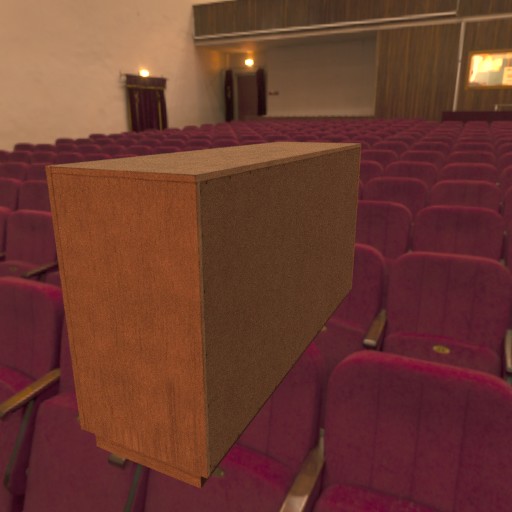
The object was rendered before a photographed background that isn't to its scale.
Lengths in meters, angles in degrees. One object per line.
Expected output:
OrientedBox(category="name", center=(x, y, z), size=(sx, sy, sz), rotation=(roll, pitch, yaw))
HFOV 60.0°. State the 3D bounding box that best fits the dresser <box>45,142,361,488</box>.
OrientedBox(category="dresser", center=(0.000, 0.000, 1.925), size=(0.483, 0.889, 1.628), rotation=(8, 19, 25))
